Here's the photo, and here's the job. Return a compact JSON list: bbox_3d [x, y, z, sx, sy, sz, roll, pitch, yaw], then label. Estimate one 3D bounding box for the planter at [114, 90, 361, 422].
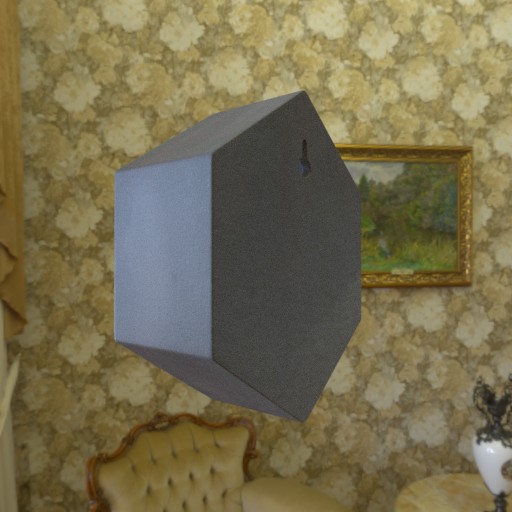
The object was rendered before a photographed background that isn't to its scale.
[{"bbox_3d":[0.000,0.000,0.298,0.077,0.206,0.169,0,0,37],"label":"planter"}]
